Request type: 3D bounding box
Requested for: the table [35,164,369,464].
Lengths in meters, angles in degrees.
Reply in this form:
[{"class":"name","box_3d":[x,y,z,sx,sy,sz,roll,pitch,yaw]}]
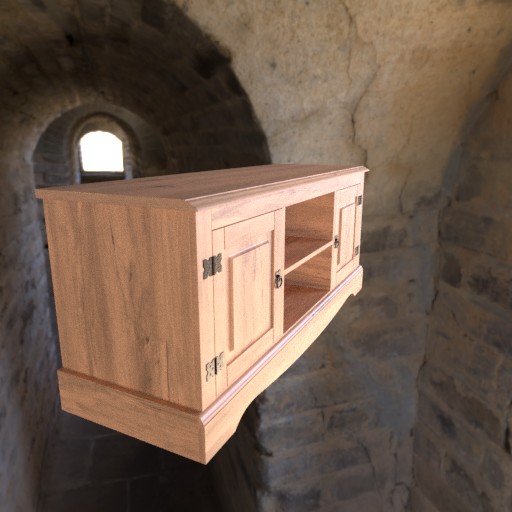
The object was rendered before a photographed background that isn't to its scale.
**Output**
[{"class":"table","box_3d":[0.000,0.000,1.396,0.400,0.510,1.200,7,16,26]}]
